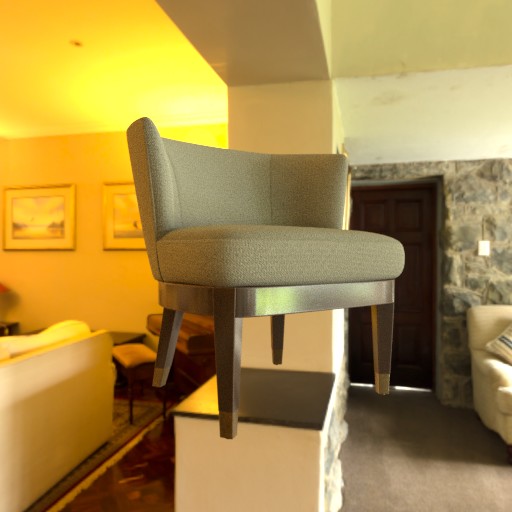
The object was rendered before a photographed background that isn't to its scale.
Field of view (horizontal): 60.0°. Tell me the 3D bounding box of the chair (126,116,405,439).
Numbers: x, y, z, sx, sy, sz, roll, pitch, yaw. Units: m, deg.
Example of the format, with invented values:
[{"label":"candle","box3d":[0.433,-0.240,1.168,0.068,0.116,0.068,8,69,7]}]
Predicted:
[{"label":"chair","box3d":[0.000,0.000,1.274,0.700,0.760,0.660,0,0,-36]}]
